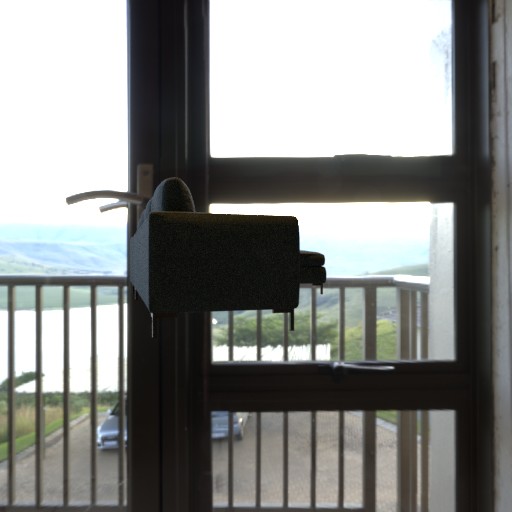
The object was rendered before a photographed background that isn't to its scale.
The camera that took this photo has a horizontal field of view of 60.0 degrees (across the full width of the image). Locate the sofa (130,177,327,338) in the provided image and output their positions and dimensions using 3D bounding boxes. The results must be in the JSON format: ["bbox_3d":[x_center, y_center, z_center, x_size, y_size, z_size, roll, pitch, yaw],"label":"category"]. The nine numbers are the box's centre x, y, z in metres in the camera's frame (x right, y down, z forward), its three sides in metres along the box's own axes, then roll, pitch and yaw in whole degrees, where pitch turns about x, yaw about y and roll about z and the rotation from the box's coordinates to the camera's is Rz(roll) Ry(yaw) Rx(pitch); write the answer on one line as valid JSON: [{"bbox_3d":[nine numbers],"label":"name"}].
[{"bbox_3d":[0.000,0.000,3.815,2.007,0.815,2.949,0,0,-17],"label":"sofa"}]
